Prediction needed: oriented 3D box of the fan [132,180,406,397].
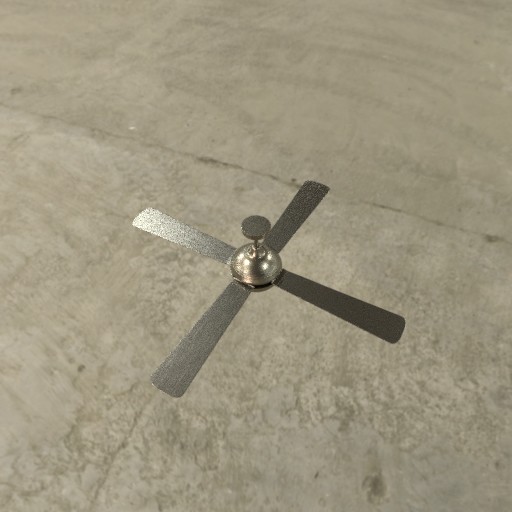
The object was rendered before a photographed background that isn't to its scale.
[{"bbox_3d":[0.000,0.000,1.974,1.321,0.381,1.321,-32,56,-25],"label":"fan"}]
